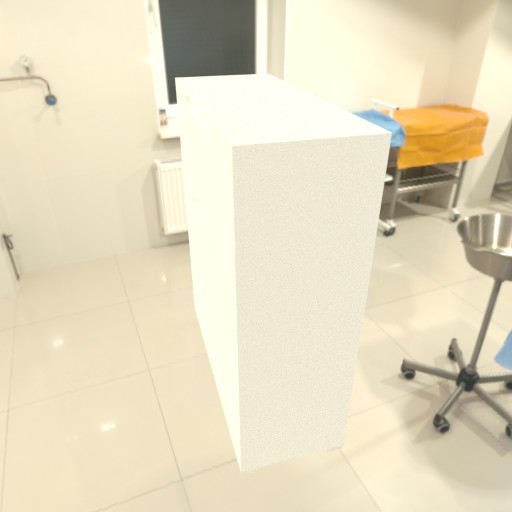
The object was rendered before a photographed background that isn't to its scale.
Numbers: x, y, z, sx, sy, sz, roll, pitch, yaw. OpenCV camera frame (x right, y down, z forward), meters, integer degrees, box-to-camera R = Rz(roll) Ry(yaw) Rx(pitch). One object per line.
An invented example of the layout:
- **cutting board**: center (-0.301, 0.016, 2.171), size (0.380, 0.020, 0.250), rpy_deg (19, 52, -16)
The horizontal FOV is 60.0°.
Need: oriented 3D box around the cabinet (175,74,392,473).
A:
- **cabinet**: center (0.000, 0.000, 1.744), size (0.400, 1.190, 1.000), rpy_deg (-8, 31, -14)
